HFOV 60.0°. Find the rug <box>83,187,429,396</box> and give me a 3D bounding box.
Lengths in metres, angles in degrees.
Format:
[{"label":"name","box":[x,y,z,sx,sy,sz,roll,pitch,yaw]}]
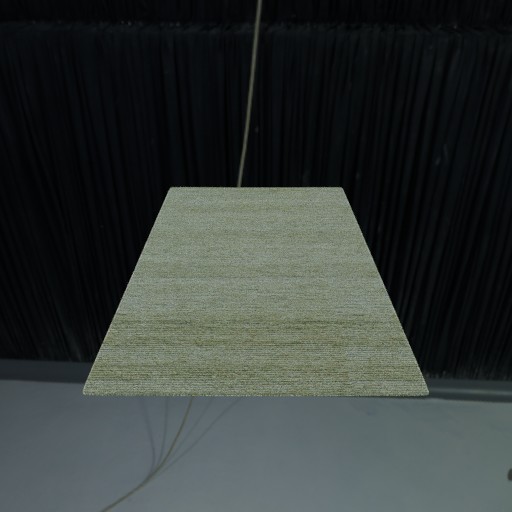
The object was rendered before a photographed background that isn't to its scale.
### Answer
[{"label":"rug","box":[0.000,0.000,2.197,1.143,0.010,1.758,0,31,0]}]
